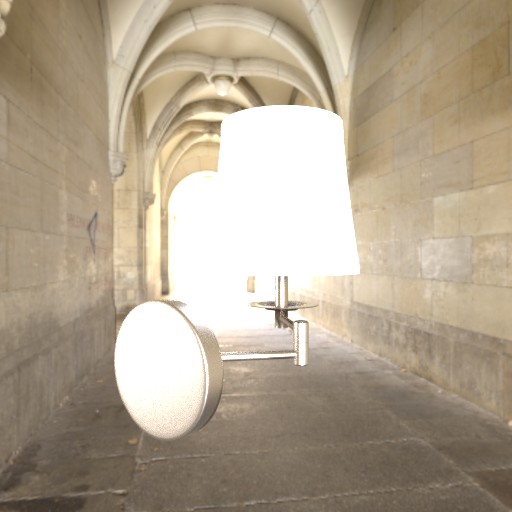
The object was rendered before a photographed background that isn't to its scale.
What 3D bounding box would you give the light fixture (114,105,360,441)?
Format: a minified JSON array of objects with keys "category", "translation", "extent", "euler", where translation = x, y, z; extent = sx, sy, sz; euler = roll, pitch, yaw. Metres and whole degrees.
[{"category":"light fixture","translation":[0.000,0.000,0.598],"extent":[0.223,0.381,0.348],"euler":[0,0,37]}]
